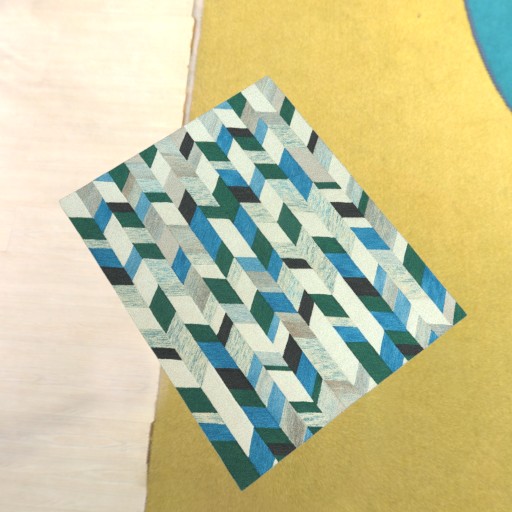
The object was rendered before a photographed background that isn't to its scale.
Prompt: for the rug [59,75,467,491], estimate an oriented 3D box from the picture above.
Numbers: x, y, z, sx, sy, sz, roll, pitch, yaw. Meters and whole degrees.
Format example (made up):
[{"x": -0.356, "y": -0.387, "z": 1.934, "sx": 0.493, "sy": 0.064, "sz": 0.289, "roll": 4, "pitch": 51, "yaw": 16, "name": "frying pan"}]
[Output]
[{"x": 0.000, "y": 0.000, "z": 4.034, "sx": 2.440, "sy": 0.008, "sz": 3.036, "roll": -34, "pitch": 77, "yaw": -9, "name": "rug"}]
